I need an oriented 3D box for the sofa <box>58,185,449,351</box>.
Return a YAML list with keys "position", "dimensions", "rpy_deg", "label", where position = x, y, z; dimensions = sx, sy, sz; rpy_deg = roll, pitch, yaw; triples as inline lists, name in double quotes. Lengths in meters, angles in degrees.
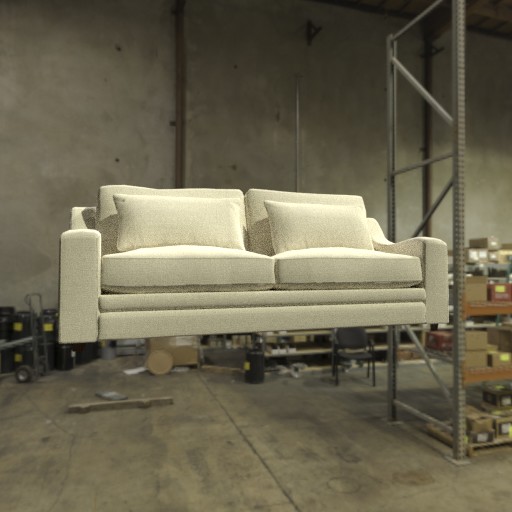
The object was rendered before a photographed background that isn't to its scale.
- position: [0.000, 0.000, 3.103]
  dimensions: [2.470, 1.022, 1.009]
  rpy_deg: [0, -1, -18]
  label: "sofa"
